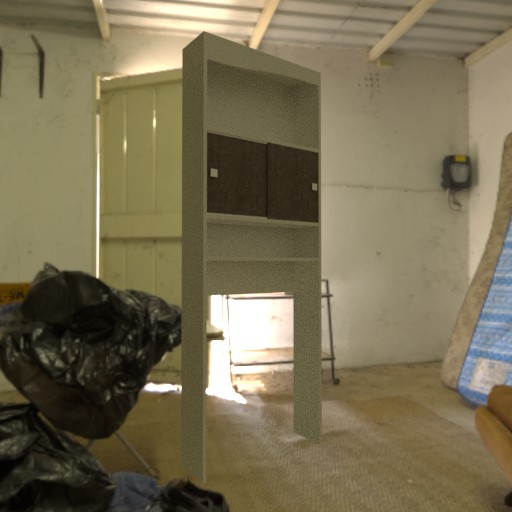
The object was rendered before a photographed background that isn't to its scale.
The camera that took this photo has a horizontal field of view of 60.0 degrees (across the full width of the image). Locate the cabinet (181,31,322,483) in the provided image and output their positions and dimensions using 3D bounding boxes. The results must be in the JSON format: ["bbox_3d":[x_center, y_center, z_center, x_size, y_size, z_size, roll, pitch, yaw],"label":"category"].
[{"bbox_3d":[0.000,0.000,1.997,0.643,1.770,0.192,1,-1,-36],"label":"cabinet"}]
